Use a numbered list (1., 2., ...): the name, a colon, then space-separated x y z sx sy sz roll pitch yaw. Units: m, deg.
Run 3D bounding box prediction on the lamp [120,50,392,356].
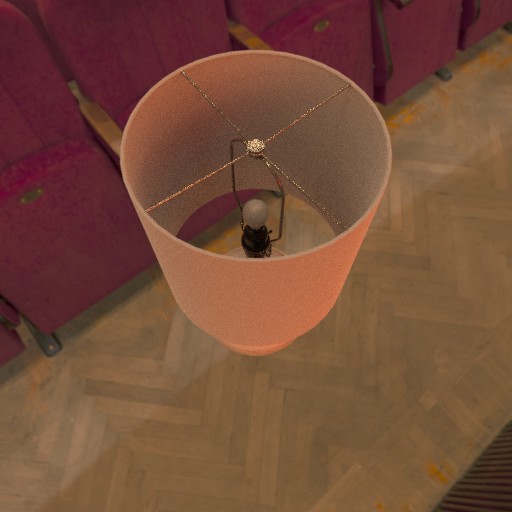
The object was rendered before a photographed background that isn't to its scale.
1. lamp: 0.000 0.000 0.535 0.217 0.404 0.217 -36 68 -17
